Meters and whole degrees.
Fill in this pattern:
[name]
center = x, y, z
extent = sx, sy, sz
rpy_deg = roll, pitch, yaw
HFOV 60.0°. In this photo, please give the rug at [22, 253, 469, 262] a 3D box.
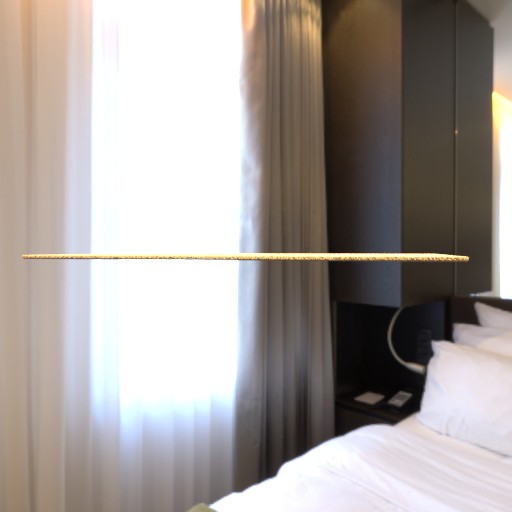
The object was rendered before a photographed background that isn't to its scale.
[rug]
center = 0.000, 0.000, 3.370
extent = 2.698, 0.025, 1.798
rpy_deg = 0, 1, 17
